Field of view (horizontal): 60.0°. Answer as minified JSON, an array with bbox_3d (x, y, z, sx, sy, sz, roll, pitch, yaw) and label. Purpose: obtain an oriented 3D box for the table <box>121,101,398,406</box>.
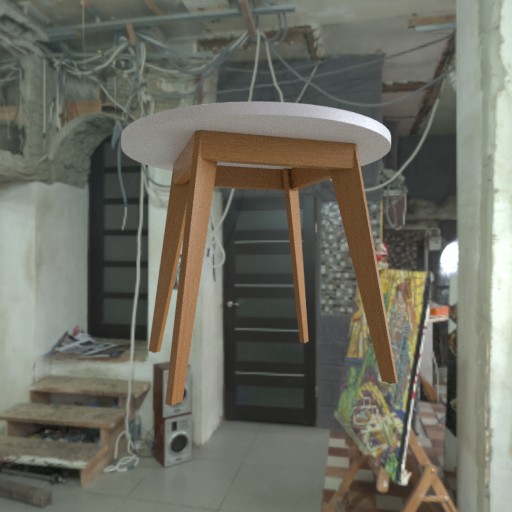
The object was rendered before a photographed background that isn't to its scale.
[{"bbox_3d":[0.000,0.000,1.539,0.896,0.762,0.896,0,0,0],"label":"table"}]
